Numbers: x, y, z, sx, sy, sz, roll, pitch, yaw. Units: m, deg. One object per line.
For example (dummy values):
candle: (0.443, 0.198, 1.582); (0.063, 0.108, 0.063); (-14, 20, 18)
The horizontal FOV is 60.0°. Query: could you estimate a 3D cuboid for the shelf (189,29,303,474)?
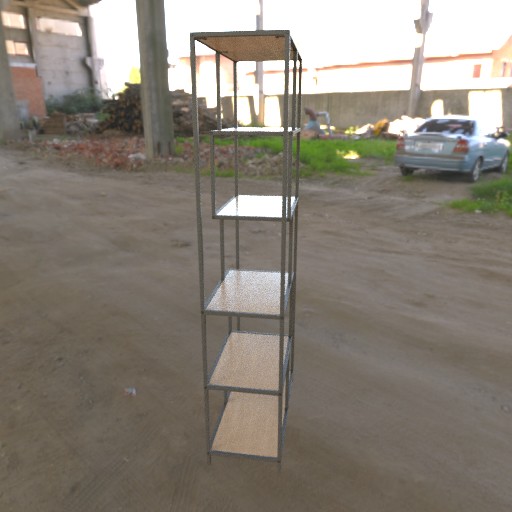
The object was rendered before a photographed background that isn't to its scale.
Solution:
shelf: (0.000, 0.000, 2.148); (0.350, 1.850, 0.770); (3, 18, 8)
